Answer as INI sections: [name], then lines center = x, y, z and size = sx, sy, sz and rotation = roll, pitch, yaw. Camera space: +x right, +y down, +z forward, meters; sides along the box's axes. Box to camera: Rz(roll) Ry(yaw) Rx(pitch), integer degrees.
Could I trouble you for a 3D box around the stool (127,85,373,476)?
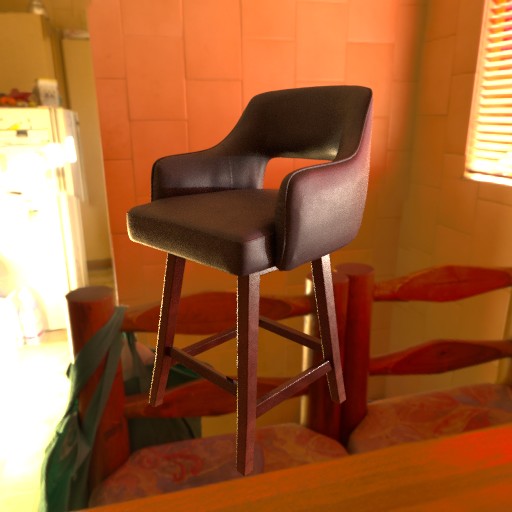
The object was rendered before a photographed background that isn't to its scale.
[stool]
center = 0.000, 0.000, 1.267
size = 0.550, 0.936, 0.560
rotation = 16, 23, 42
